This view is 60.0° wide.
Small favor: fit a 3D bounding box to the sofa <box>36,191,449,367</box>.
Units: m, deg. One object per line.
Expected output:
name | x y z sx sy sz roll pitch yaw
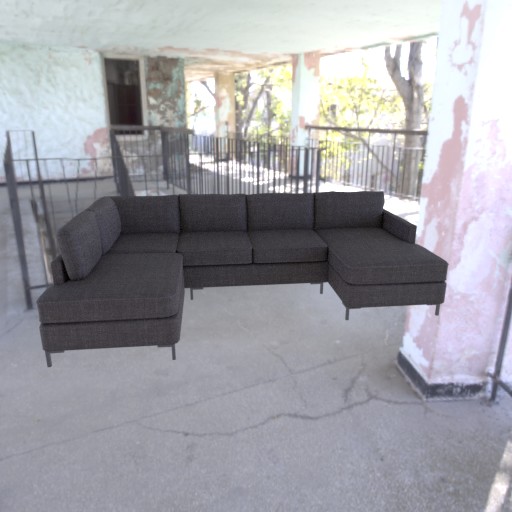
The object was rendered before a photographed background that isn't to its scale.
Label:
sofa | 0.000 0.000 4.309 3.423 0.999 2.048 -2 18 -6
